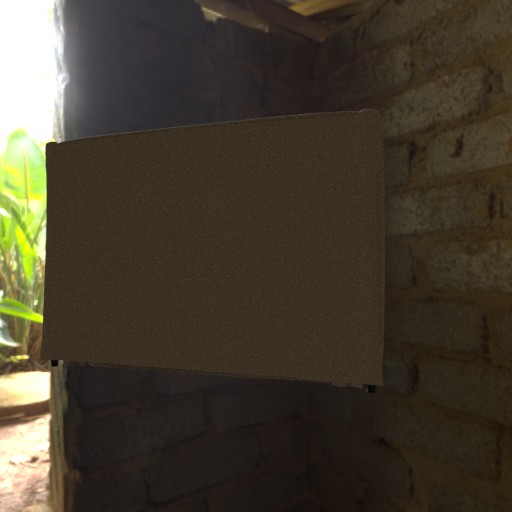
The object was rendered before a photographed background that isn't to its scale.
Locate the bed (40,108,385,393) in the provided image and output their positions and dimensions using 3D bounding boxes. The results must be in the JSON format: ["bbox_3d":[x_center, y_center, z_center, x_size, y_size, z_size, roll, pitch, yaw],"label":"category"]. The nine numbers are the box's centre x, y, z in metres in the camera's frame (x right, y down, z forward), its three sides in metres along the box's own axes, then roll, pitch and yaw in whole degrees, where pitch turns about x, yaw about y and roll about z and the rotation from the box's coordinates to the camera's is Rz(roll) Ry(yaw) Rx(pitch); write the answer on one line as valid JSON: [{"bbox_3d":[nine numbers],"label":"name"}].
[{"bbox_3d":[0.000,0.000,3.370,1.925,1.332,2.276,0,-1,17],"label":"bed"}]
